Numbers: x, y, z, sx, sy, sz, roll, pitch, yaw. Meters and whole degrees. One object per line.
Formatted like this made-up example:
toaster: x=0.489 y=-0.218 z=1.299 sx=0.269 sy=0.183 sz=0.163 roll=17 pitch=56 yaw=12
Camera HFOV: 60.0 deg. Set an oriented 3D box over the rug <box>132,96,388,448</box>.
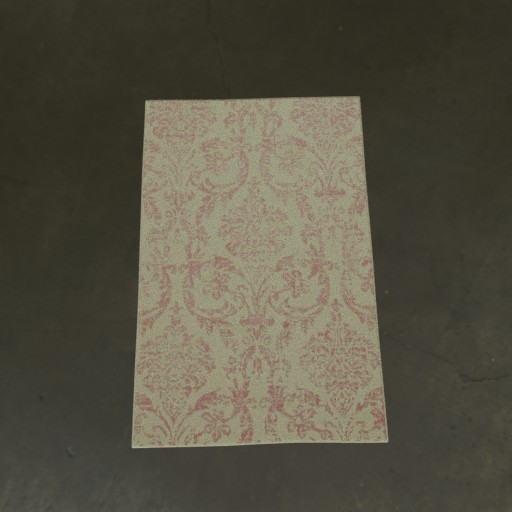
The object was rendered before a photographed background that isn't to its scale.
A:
rug: x=0.000 y=0.000 z=2.308 sx=1.219 sy=0.012 sz=1.839 roll=-1 pitch=77 yaw=0
